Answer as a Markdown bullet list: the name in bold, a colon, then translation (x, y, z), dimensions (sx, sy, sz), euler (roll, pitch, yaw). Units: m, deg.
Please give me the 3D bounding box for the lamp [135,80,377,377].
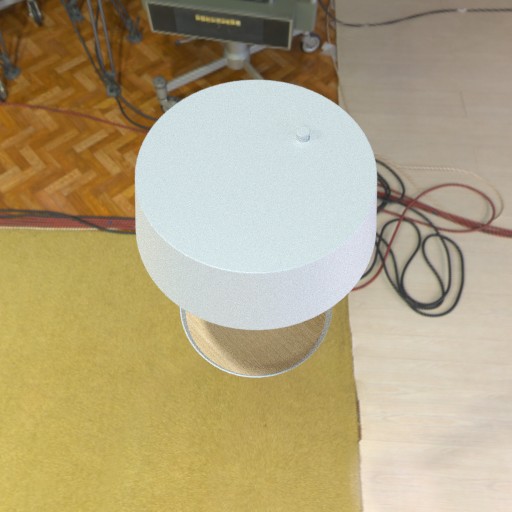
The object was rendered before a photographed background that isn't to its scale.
- **lamp**: translation (0.000, 0.000, 0.637), dimensions (0.291, 0.429, 0.291), euler (0, 63, 0)
